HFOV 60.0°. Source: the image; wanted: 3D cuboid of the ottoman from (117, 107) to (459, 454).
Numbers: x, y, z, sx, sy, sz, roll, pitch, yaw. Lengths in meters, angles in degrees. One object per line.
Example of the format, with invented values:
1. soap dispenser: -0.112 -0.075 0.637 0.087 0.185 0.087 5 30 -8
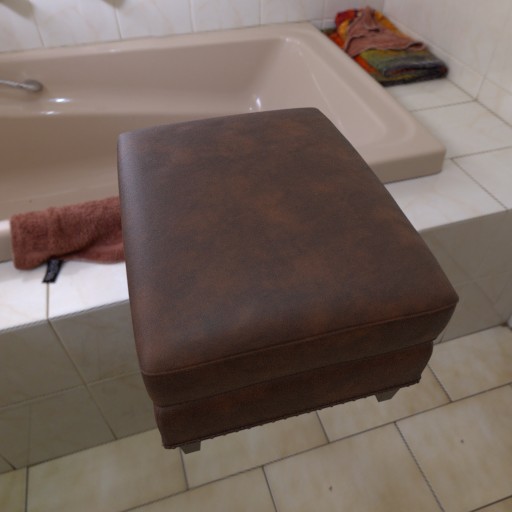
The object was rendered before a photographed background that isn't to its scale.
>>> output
1. ottoman: 0.000 0.000 1.100 0.586 0.486 0.742 -11 47 -10
